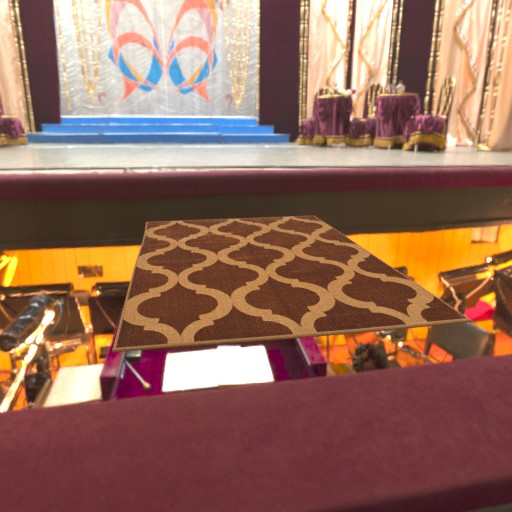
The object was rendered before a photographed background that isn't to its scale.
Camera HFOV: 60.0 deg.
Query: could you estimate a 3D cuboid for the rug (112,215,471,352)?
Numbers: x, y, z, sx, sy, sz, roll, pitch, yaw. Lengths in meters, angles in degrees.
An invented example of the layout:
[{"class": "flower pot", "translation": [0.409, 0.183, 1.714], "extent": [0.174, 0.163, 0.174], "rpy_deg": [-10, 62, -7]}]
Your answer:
[{"class": "rug", "translation": [0.000, 0.000, 2.883], "extent": [1.526, 0.014, 2.290], "rpy_deg": [-3, 17, -10]}]
